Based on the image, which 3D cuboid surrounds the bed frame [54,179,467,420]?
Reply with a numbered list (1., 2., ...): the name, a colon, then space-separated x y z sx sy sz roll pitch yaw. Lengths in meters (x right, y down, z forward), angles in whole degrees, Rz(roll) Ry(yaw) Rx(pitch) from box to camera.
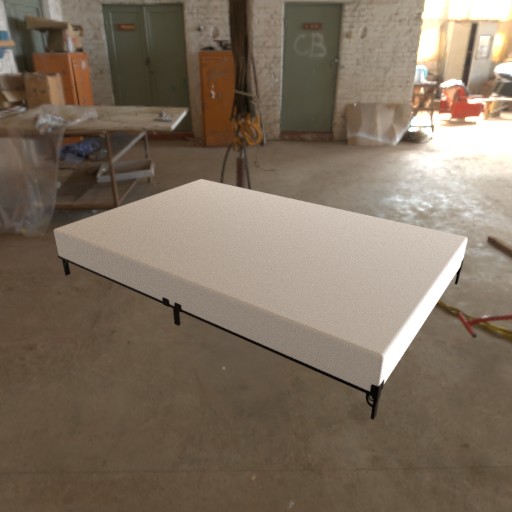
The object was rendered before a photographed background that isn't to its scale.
1. bed frame: 0.000 0.000 3.863 2.987 0.440 1.930 17 31 31
